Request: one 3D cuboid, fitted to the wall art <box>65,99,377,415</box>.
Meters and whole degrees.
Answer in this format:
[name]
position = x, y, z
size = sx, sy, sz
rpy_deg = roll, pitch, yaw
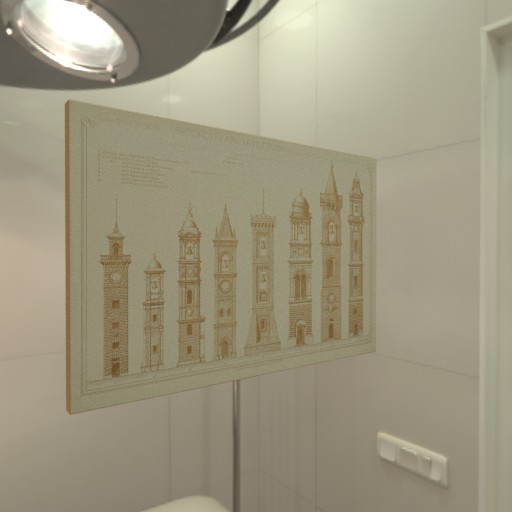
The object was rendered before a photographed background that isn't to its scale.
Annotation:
[wall art]
position = 0.000, 0.000, 1.138
size = 0.915, 0.608, 0.033
rpy_deg = 0, 1, -36
